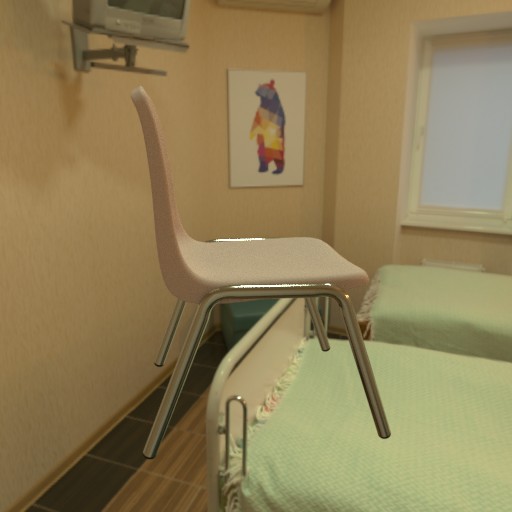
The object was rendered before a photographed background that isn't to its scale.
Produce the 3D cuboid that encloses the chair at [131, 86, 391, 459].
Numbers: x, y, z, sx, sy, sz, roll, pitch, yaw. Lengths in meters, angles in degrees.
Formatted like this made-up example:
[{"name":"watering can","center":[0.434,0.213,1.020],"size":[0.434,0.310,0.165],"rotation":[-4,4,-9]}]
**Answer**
[{"name":"chair","center":[0.000,0.000,0.830],"size":[0.423,0.586,0.354],"rotation":[-2,15,-9]}]
